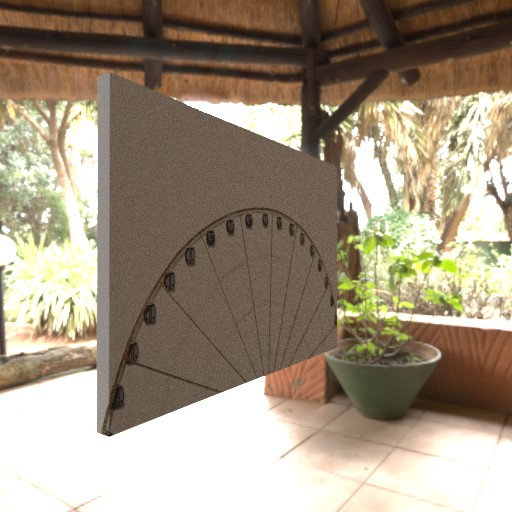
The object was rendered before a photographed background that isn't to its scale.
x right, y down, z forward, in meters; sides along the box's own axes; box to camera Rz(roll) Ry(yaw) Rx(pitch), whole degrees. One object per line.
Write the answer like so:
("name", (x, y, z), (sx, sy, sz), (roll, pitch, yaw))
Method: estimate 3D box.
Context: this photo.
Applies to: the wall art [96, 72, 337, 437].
("wall art", (0.000, 0.000, 1.108), (0.038, 0.601, 0.898), (0, -1, 35))
